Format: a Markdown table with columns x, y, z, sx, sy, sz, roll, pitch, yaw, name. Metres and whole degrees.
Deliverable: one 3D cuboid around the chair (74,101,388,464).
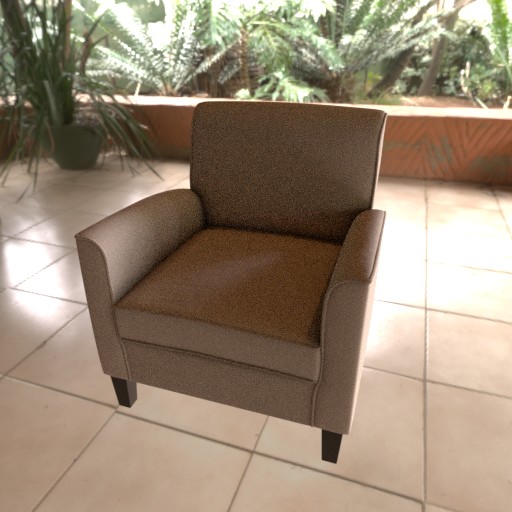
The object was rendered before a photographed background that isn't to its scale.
| x | y | z | sx | sy | sz | roll | pitch | yaw | name |
| --- | --- | --- | --- | --- | --- | --- | --- | --- | --- |
| 0.000 | 0.000 | 1.533 | 0.820 | 0.915 | 0.820 | 8 | 28 | 16 | chair |
